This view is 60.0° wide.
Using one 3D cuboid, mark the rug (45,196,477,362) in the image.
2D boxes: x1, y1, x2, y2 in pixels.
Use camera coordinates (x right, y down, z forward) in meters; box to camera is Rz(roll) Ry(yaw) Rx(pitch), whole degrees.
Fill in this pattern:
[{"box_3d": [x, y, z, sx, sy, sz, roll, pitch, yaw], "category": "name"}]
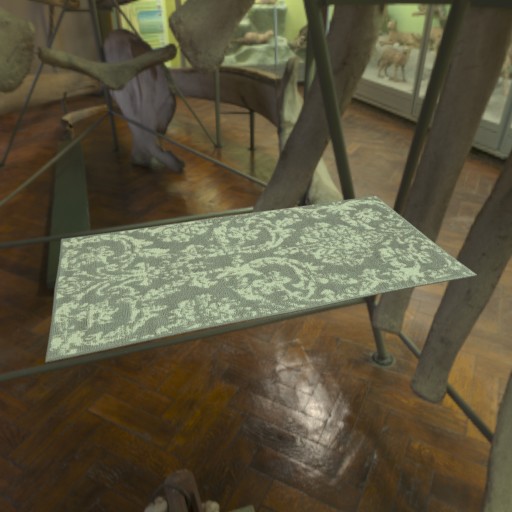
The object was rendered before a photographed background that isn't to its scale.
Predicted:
[{"box_3d": [0.000, 0.000, 1.433, 1.219, 0.007, 0.604, -9, 33, -14], "category": "rug"}]
